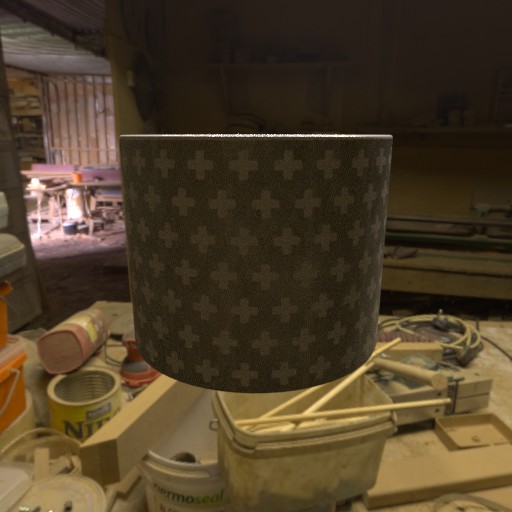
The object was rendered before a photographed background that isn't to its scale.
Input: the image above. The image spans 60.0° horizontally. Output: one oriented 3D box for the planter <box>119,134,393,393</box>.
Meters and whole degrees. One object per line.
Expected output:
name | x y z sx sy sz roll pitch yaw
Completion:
planter | 0.000 0.000 0.345 0.190 0.181 0.190 0 15 0
